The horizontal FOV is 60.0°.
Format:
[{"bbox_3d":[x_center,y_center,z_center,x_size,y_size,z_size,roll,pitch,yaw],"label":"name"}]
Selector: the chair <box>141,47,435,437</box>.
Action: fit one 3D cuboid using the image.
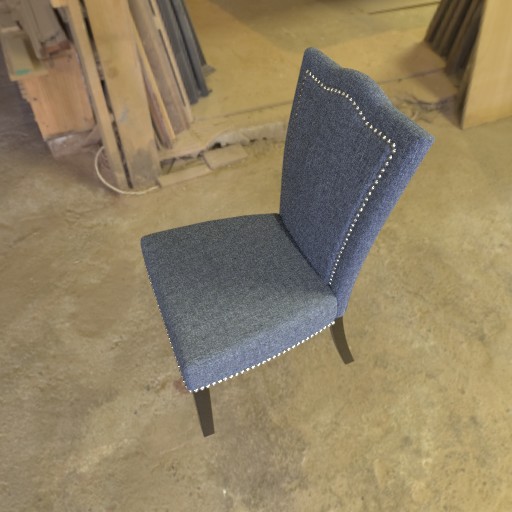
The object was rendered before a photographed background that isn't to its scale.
[{"bbox_3d":[0.000,0.000,1.254,0.589,0.946,0.518,-16,48,-16],"label":"chair"}]
